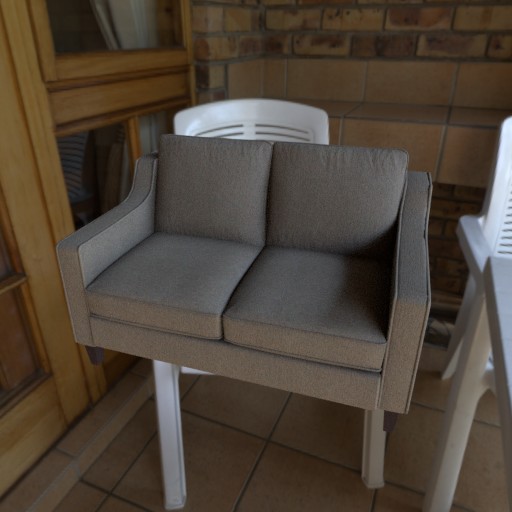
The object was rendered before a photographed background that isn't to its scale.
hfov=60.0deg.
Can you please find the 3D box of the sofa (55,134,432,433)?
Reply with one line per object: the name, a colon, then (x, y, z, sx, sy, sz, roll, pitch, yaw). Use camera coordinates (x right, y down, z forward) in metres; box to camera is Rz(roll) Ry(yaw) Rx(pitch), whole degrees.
sofa: (0.000, 0.000, 2.120, 1.503, 0.981, 0.985, 8, 28, 15)
